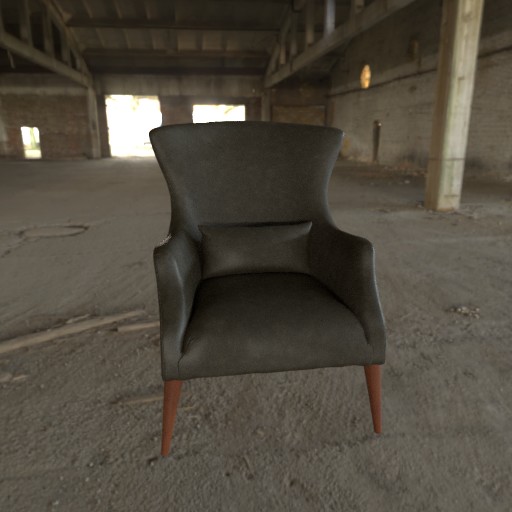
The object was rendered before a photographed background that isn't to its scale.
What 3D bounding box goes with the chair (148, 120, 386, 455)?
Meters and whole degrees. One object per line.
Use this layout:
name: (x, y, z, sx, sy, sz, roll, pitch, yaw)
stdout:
chair: (0.000, 0.000, 1.781, 0.819, 1.068, 0.954, -2, 15, -8)
